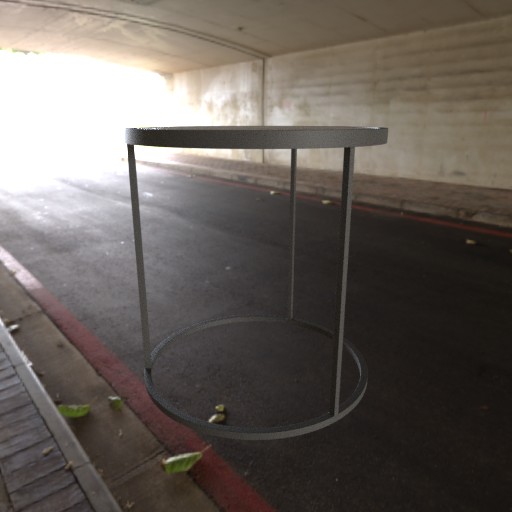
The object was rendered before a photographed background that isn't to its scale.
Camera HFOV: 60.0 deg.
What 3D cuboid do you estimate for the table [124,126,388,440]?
[{"bbox_3d":[0.000,0.000,0.890,0.470,0.498,0.470,0,17,0],"label":"table"}]
